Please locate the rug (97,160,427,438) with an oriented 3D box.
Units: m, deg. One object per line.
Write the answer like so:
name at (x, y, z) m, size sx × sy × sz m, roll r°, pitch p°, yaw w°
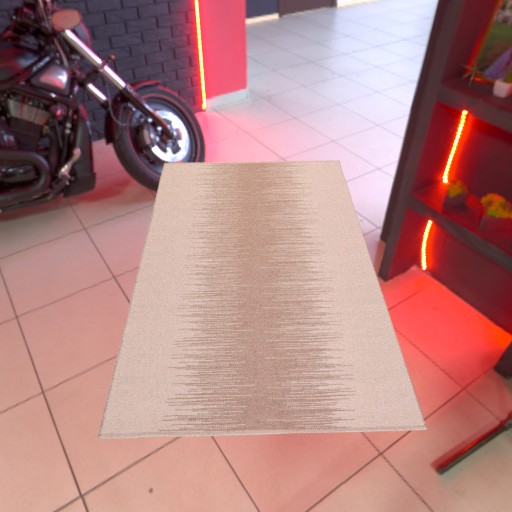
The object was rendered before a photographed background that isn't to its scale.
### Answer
rug at (0.000, 0.000, 2.938) m, size 1.522 × 0.012 × 2.440 m, roll -1°, pitch 42°, yaw -1°
